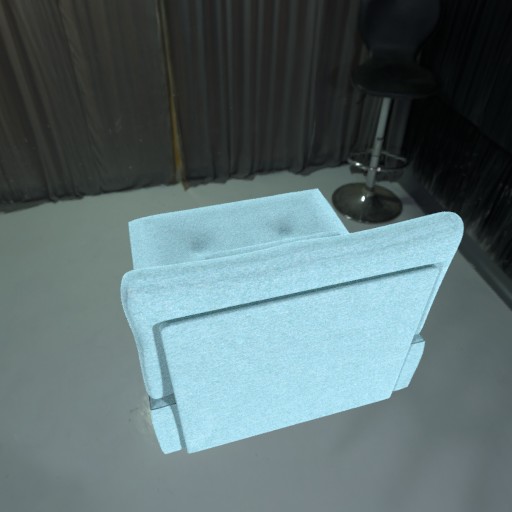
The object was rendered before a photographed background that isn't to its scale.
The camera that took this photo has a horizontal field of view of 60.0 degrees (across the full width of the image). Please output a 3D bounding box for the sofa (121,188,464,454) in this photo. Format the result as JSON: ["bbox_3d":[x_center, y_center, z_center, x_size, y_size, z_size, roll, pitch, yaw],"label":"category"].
[{"bbox_3d":[0.000,0.000,1.681,0.930,0.820,1.000,-11,43,-12],"label":"sofa"}]
